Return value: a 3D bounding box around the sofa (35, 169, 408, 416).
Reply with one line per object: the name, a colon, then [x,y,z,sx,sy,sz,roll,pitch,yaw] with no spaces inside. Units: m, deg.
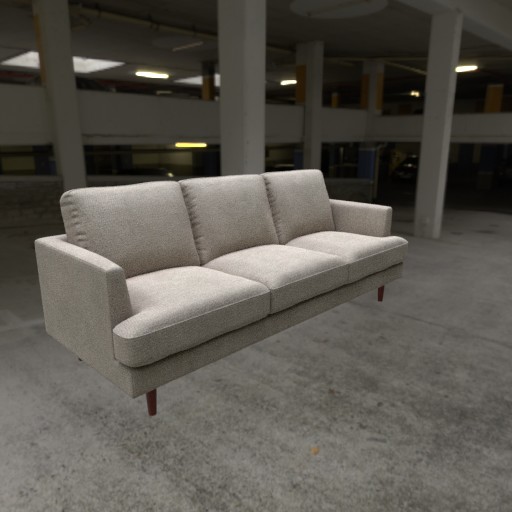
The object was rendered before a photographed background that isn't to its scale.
sofa: [0.000,0.000,2.696,0.903,0.930,2.246,14,21,43]
